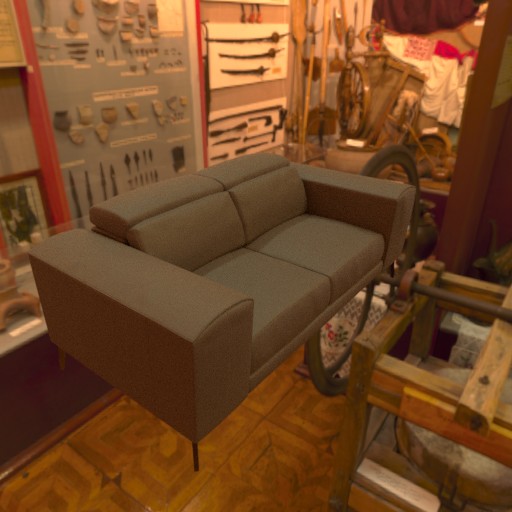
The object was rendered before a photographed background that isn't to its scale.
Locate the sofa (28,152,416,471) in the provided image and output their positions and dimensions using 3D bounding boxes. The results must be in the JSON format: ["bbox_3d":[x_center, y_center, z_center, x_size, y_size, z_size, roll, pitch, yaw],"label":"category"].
[{"bbox_3d":[0.000,0.000,2.347,1.003,0.779,1.895,19,33,33],"label":"sofa"}]
